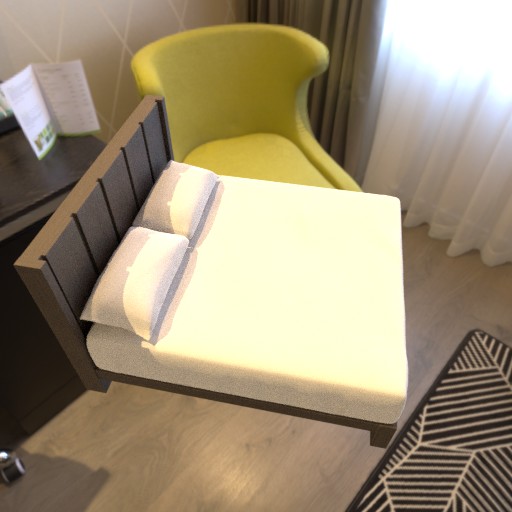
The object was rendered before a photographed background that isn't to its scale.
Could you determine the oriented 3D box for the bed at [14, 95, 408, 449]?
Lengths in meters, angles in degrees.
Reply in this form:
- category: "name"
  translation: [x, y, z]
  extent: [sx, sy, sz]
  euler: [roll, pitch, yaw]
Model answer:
- category: "bed"
  translation: [0.000, 0.000, 3.002]
  extent: [1.992, 1.261, 1.735]
  euler: [8, 47, 8]
